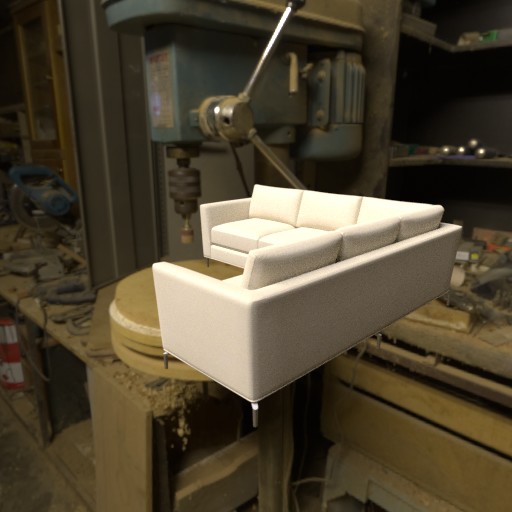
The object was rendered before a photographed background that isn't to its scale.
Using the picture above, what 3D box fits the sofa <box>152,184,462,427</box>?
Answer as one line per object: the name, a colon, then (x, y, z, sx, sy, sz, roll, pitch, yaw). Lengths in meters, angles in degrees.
sofa: (0.000, 0.000, 3.732, 2.448, 0.867, 2.430, -15, 21, -43)
